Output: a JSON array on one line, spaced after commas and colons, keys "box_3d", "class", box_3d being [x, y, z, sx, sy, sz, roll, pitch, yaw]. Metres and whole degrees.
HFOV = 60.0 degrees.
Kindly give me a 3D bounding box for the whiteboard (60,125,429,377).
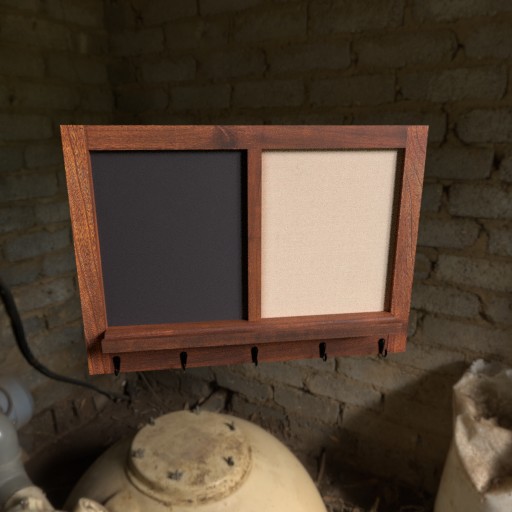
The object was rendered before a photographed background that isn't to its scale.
[{"box_3d": [0.000, 0.000, 0.978, 0.768, 0.553, 0.083, -2, 16, -8], "class": "whiteboard"}]
